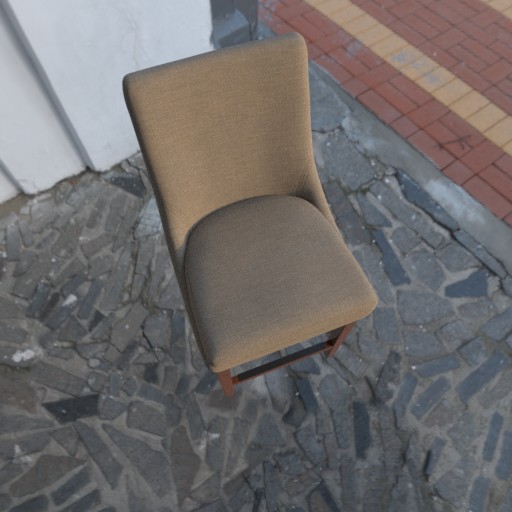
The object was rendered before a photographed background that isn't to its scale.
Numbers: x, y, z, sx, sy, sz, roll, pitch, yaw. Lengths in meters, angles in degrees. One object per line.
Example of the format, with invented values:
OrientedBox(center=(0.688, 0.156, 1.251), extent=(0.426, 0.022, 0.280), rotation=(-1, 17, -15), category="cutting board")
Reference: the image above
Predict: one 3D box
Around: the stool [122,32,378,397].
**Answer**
OrientedBox(center=(0.000, 0.000, 1.278), extent=(0.470, 0.981, 0.577), rotation=(-19, 64, -9), category="stool")
